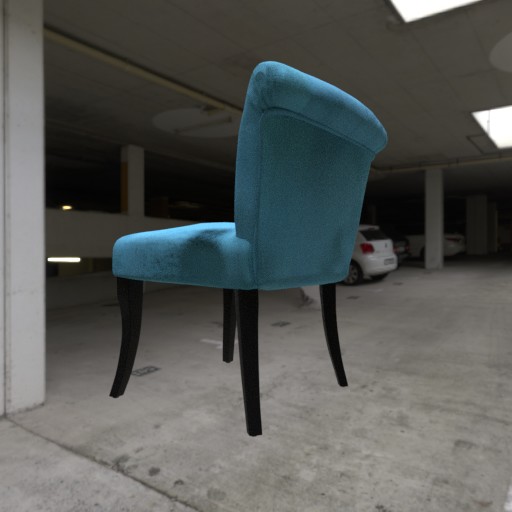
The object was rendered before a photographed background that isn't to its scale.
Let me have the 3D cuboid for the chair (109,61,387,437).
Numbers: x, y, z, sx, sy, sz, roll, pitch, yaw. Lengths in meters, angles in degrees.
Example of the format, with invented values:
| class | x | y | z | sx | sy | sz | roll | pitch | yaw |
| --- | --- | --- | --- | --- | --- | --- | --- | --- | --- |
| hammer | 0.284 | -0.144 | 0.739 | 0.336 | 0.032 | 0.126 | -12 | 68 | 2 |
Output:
| class | x | y | z | sx | sy | sz | roll | pitch | yaw |
| --- | --- | --- | --- | --- | --- | --- | --- | --- | --- |
| chair | 0.000 | 0.000 | 1.192 | 0.605 | 0.750 | 0.582 | 0 | 0 | 36 |
